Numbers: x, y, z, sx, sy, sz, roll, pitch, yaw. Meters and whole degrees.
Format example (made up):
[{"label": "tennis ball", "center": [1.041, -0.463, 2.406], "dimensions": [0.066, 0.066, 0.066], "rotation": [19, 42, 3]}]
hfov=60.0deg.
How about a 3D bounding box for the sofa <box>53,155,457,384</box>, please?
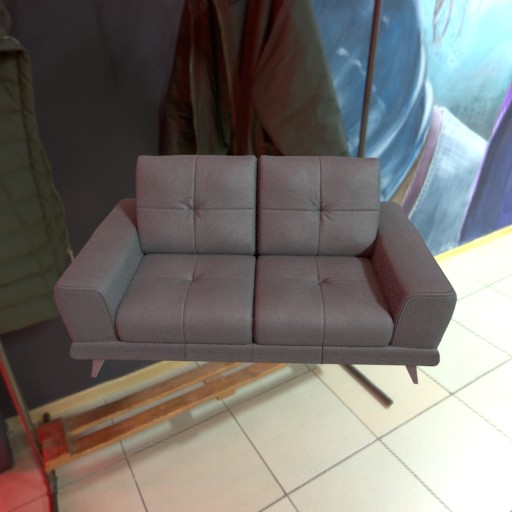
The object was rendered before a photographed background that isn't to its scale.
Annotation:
[{"label": "sofa", "center": [0.000, 0.000, 2.382], "dimensions": [1.806, 0.907, 1.018], "rotation": [1, 30, 1]}]
